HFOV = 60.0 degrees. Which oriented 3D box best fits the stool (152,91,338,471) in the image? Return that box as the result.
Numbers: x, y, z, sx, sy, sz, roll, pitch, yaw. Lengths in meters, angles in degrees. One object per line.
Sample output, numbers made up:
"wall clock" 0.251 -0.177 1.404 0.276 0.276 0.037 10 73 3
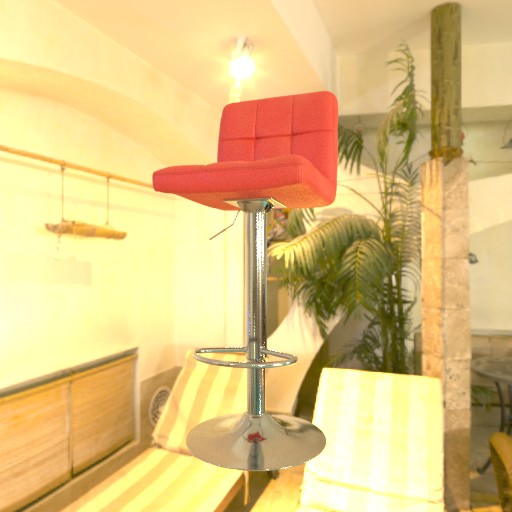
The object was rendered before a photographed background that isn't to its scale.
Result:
"stool" 0.000 0.000 1.350 0.430 1.115 0.505 0 0 20
